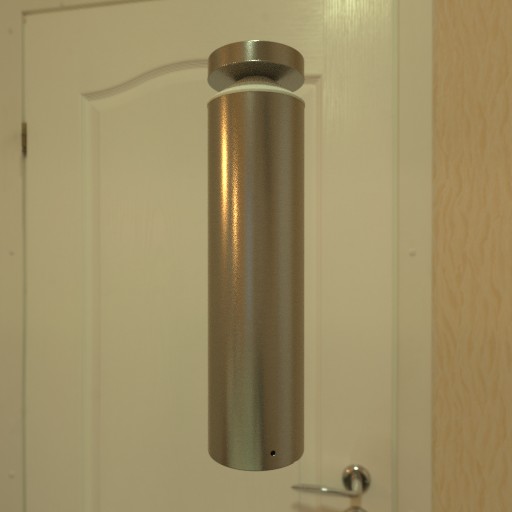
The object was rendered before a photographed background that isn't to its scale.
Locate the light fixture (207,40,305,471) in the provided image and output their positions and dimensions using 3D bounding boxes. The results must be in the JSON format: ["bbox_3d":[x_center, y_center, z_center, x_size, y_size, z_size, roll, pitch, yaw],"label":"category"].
[{"bbox_3d":[0.000,0.000,0.462,0.102,0.400,0.102,0,0,-18],"label":"light fixture"}]
